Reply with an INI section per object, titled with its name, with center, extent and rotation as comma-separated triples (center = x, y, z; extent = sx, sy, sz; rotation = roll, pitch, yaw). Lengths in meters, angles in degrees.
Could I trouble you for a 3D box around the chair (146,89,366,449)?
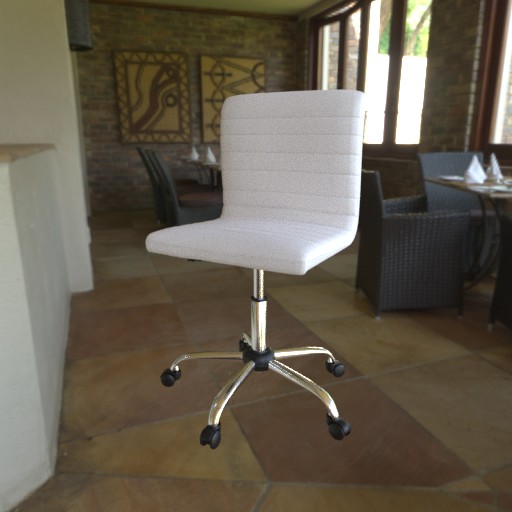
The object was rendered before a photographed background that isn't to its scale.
[chair]
center = 0.000, 0.000, 1.034
extent = 0.520, 0.750, 0.455
rotation = 8, 17, 27
